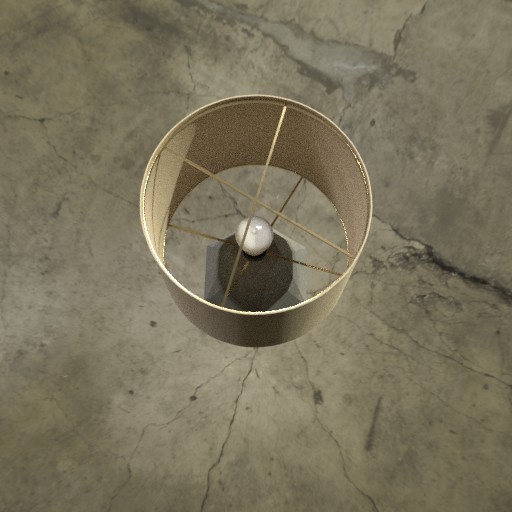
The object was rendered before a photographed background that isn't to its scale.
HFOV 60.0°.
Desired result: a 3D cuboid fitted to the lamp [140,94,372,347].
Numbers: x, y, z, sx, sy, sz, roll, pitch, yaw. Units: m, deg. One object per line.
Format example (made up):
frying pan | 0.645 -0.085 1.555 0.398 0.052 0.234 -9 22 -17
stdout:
lamp | 0.000 0.000 0.679 0.276 0.501 0.276 0 77 0
